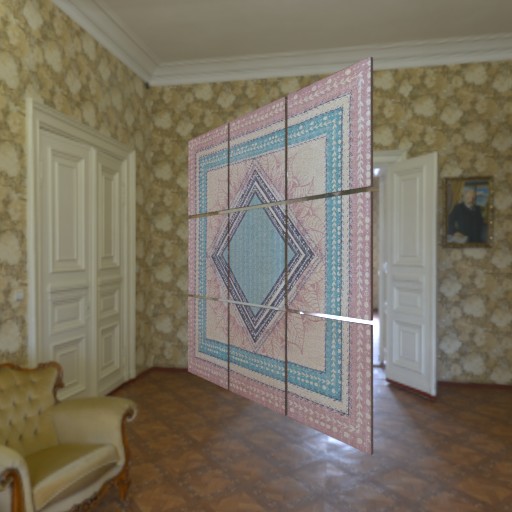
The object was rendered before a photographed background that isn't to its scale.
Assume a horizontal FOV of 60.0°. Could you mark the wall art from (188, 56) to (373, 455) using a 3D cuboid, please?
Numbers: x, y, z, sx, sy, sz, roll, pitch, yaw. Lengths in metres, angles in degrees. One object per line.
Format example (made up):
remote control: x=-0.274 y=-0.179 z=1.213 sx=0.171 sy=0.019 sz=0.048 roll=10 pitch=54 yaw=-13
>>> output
wall art: x=0.000 y=0.000 z=2.319 sx=0.014 sy=1.525 sz=1.527 roll=0 pitch=0 yaw=-36
